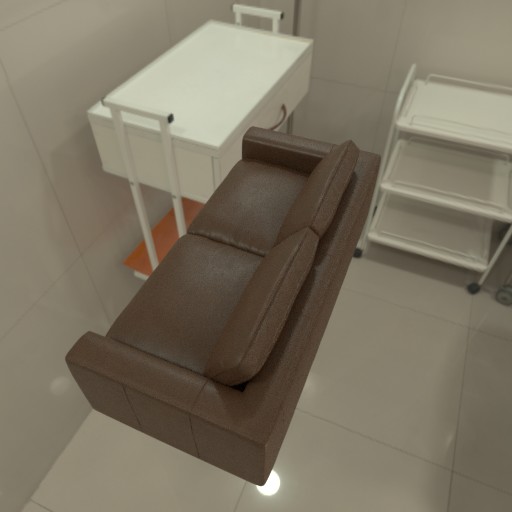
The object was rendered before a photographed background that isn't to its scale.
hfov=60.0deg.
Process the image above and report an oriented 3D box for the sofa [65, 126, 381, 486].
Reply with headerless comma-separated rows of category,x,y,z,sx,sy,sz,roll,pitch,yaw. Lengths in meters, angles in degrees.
sofa,0.000,0.000,2.775,1.070,0.801,2.262,17,49,15
